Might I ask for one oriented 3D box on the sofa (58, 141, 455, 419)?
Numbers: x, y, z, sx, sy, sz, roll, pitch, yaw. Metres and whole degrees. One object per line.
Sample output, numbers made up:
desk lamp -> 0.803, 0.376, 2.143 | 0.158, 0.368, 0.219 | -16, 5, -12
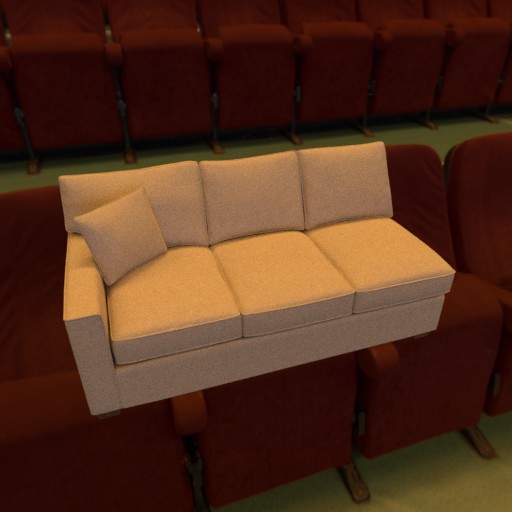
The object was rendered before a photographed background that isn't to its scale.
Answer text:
sofa -> 0.000, 0.000, 2.511 | 1.962, 0.946, 1.034 | -10, 33, -16
